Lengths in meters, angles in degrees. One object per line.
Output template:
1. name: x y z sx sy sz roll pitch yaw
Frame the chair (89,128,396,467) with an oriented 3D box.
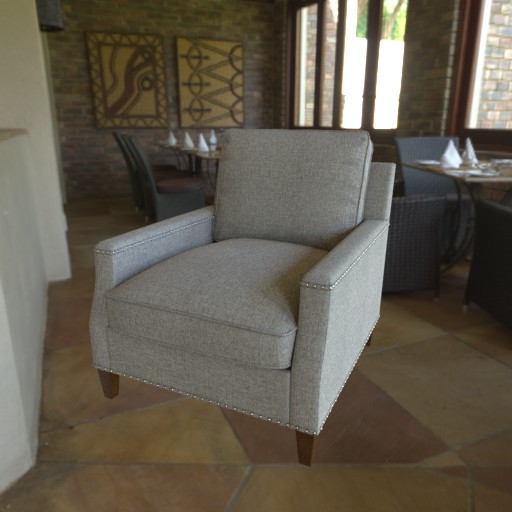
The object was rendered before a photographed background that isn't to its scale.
1. chair: 0.000 0.000 1.727 0.853 0.943 1.014 8 19 25
